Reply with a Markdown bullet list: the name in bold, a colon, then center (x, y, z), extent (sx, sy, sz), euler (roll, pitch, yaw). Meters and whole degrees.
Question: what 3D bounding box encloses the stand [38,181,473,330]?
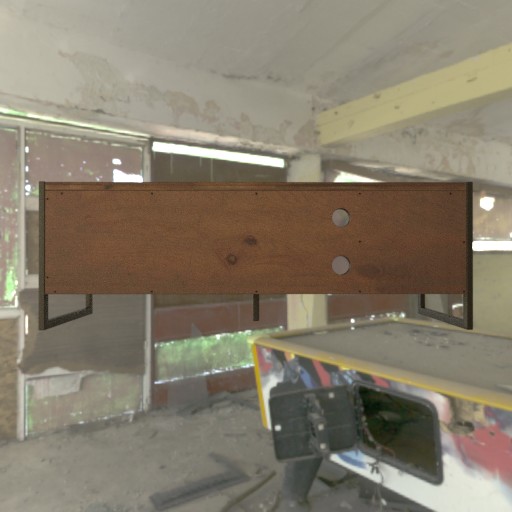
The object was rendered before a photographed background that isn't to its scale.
- **stand**: center (0.000, 0.000, 1.734), extent (1.480, 0.506, 0.454), euler (0, 0, 0)
